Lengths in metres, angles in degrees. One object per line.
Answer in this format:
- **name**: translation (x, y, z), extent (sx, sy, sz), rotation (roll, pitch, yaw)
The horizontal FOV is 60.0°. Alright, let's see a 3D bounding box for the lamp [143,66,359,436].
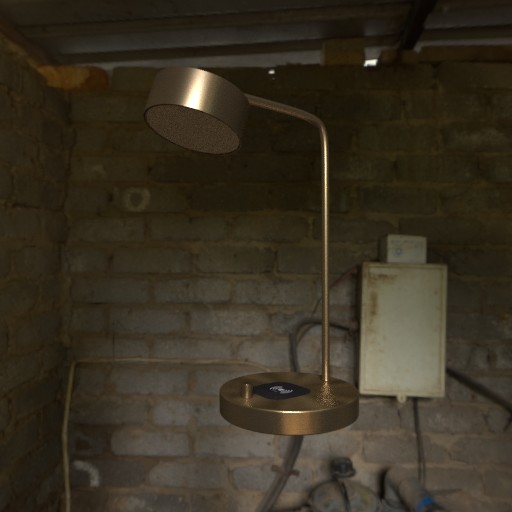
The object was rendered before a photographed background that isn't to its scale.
- **lamp**: translation (0.000, 0.000, 0.524), extent (0.270, 0.380, 0.171), rotation (1, -1, -36)
